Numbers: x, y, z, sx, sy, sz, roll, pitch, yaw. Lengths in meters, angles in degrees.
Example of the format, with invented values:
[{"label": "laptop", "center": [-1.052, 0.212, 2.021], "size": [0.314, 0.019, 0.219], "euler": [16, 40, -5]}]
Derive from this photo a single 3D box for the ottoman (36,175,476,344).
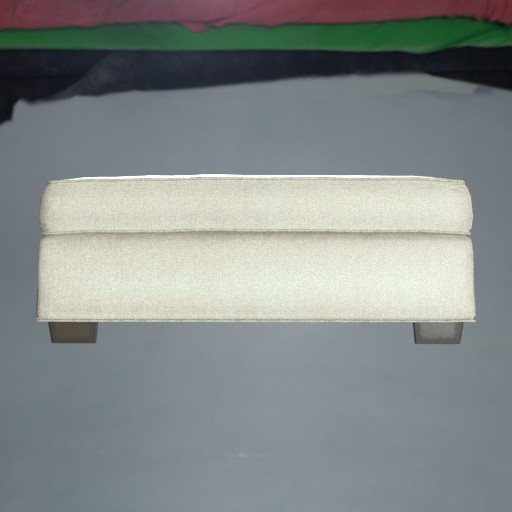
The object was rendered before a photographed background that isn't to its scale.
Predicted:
[{"label": "ottoman", "center": [0.000, 0.000, 1.397], "size": [1.097, 0.448, 0.617], "euler": [0, -1, 1]}]
